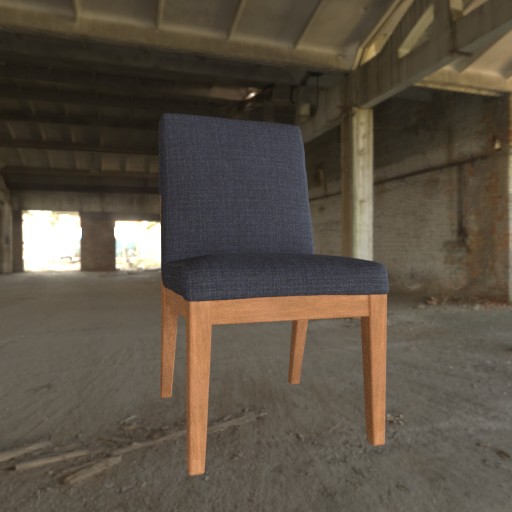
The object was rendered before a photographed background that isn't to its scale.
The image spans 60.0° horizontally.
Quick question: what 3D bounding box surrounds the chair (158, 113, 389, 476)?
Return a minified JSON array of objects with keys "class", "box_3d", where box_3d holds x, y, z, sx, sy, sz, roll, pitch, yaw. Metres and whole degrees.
[{"class":"chair","box_3d":[0.000,0.000,1.256,0.507,0.911,0.586,0,1,-18]}]
